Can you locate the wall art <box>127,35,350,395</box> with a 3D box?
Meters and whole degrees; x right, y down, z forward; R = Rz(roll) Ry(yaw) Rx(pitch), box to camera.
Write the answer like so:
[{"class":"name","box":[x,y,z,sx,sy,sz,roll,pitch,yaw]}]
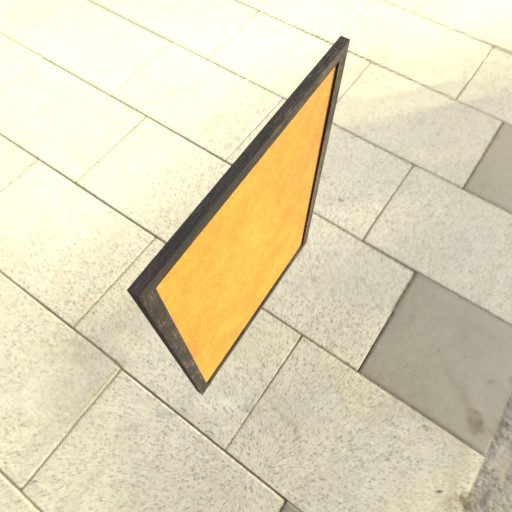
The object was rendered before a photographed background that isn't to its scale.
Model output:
[{"class":"wall art","box":[0.000,0.000,1.424,0.029,1.066,0.812,30,67,14]}]
